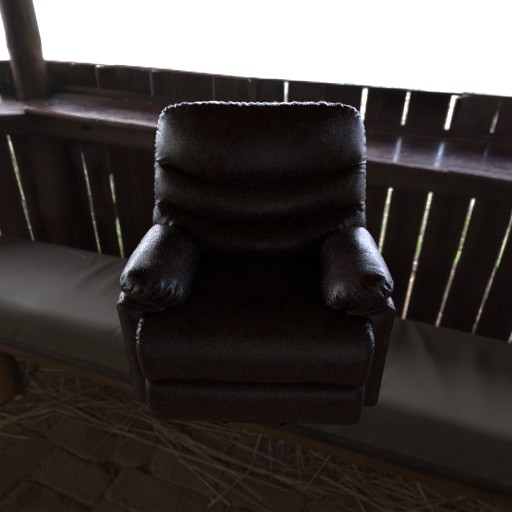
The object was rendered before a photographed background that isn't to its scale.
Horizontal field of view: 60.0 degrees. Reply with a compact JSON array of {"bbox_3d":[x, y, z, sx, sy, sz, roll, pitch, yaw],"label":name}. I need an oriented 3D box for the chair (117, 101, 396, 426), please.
[{"bbox_3d":[0.000,0.000,1.714,0.940,1.041,0.879,1,29,2],"label":"chair"}]
